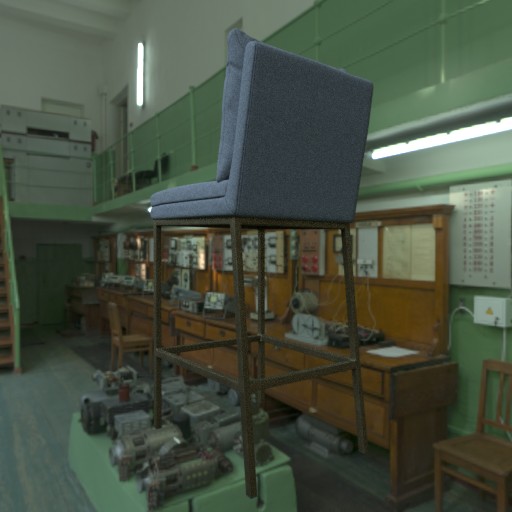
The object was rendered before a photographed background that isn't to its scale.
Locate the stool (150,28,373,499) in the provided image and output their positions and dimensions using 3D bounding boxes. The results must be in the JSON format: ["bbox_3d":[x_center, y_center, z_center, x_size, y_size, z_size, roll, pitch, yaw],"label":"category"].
[{"bbox_3d":[0.000,0.000,1.369,0.463,1.130,0.569,0,1,-36],"label":"stool"}]
